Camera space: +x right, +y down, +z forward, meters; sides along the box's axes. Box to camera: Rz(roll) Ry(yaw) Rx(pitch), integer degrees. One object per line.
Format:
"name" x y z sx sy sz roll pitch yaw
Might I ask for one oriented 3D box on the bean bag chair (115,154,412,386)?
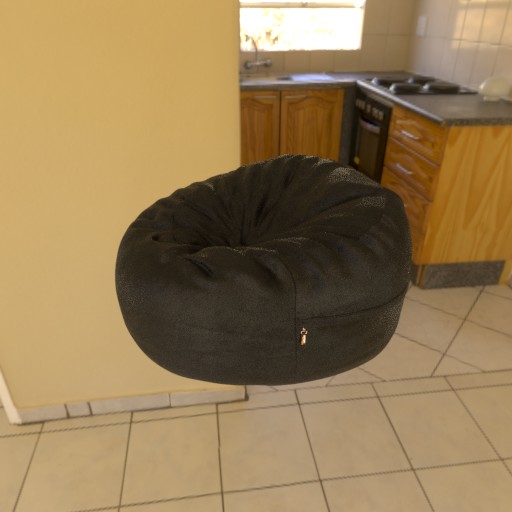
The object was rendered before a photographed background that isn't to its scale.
"bean bag chair" 0.000 0.000 2.469 1.524 0.878 1.524 -9 30 -15
